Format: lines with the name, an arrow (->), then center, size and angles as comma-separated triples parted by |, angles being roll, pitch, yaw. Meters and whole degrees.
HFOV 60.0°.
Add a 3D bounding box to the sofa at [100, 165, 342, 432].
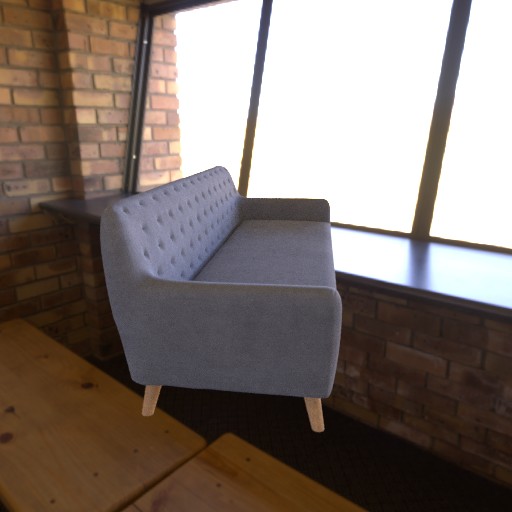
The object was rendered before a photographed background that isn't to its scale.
sofa -> 0.000, 0.000, 2.401 | 0.830, 0.830, 1.970 | 2, 16, 8
